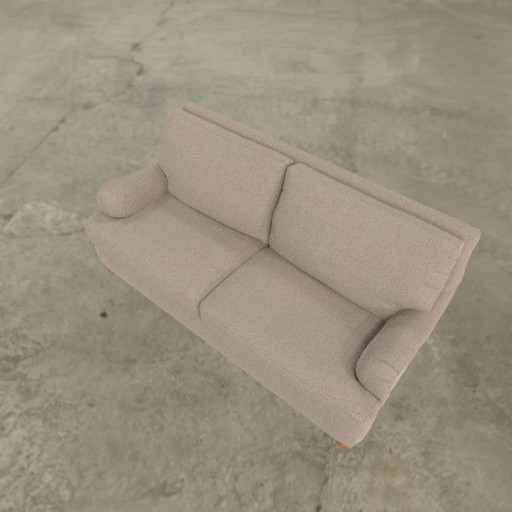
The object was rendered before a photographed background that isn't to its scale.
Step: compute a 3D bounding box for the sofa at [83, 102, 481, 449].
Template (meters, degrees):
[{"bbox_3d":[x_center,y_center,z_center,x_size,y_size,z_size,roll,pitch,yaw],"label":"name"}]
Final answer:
[{"bbox_3d":[0.000,0.000,2.742,2.160,1.054,1.087,31,55,25],"label":"sofa"}]
